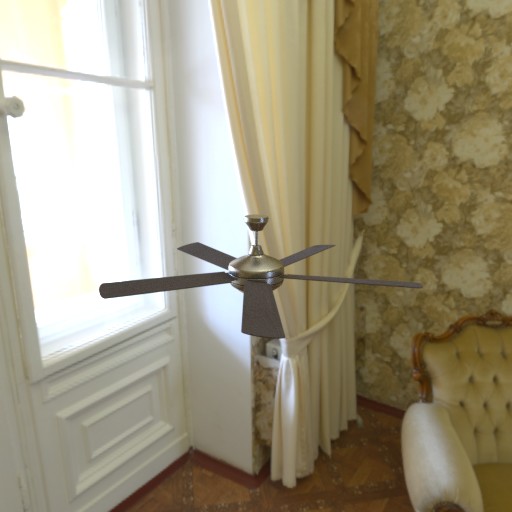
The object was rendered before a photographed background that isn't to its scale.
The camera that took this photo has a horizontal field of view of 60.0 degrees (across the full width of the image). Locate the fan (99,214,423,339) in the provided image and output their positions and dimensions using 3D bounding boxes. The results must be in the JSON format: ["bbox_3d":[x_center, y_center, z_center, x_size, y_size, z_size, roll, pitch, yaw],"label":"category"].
[{"bbox_3d":[0.000,0.000,1.971,1.321,0.356,1.321,-3,15,-11],"label":"fan"}]
